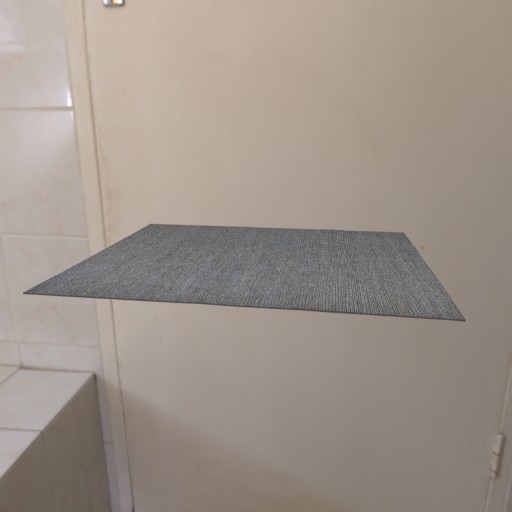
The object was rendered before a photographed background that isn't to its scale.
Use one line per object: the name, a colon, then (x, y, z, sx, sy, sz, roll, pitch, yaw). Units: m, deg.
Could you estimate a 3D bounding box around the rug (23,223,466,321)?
rug: (0.000, 0.000, 4.164, 3.068, 0.021, 2.456, 3, 16, 9)
